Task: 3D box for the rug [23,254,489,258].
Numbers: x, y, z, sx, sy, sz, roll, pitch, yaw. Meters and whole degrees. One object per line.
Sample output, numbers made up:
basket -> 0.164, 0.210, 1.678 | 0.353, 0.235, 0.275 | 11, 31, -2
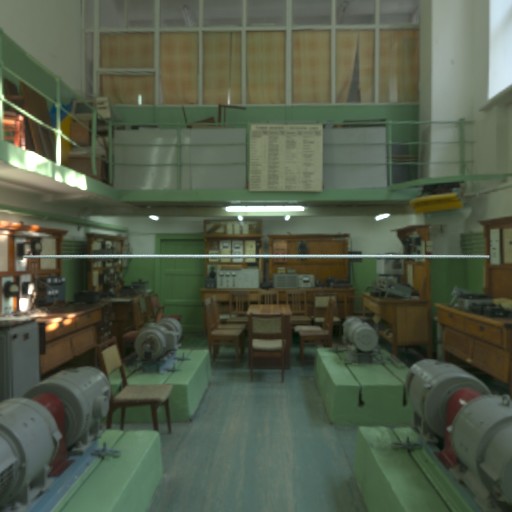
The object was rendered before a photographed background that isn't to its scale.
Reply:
rug -> 0.000, 0.000, 2.883 | 2.244, 0.017, 1.532 | 0, 0, 0
